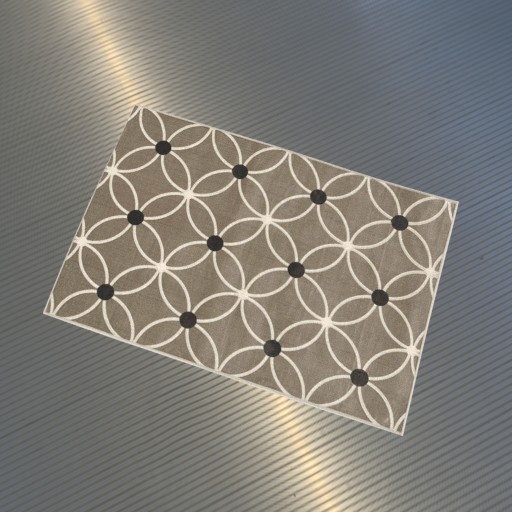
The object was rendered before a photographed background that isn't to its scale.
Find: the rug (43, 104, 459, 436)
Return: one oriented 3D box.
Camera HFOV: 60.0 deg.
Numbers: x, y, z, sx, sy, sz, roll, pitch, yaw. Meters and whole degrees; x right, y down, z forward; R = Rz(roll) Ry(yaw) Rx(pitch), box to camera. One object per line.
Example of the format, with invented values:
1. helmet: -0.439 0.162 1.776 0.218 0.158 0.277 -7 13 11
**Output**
1. rug: 0.000 0.000 2.808 2.284 0.008 1.522 18 78 4
